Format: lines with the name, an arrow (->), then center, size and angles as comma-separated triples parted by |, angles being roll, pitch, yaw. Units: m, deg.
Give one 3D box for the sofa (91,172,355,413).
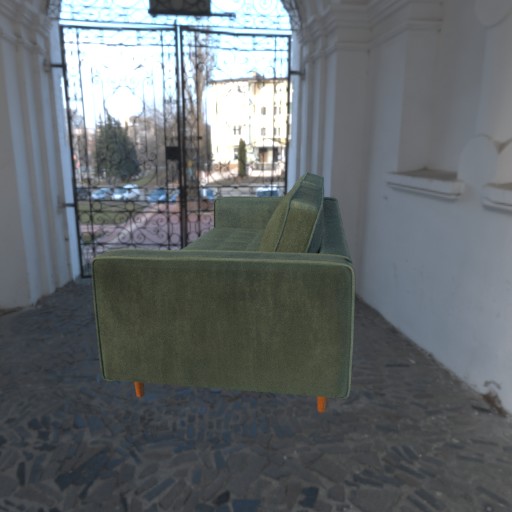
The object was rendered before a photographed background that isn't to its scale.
sofa -> 0.000, 0.000, 2.289 | 0.886, 0.781, 1.816 | 2, 14, 8
